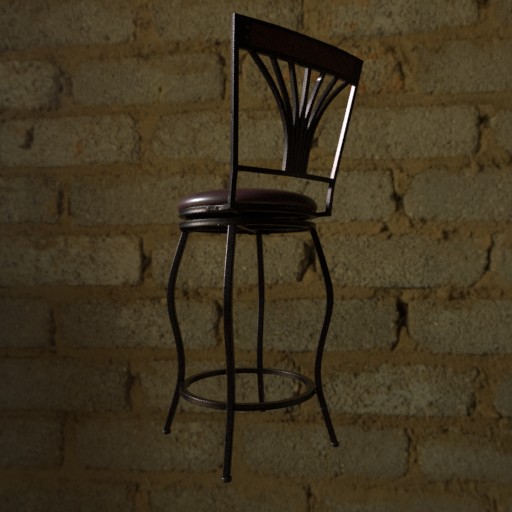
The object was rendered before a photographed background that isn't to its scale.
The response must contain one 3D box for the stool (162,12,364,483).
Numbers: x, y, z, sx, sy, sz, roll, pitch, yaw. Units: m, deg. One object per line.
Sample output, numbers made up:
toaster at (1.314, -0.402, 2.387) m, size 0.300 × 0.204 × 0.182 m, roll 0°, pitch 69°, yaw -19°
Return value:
stool at (0.000, 0.000, 1.322) m, size 0.433 × 1.117 × 0.514 m, roll 0°, pitch -1°, yaw -34°
